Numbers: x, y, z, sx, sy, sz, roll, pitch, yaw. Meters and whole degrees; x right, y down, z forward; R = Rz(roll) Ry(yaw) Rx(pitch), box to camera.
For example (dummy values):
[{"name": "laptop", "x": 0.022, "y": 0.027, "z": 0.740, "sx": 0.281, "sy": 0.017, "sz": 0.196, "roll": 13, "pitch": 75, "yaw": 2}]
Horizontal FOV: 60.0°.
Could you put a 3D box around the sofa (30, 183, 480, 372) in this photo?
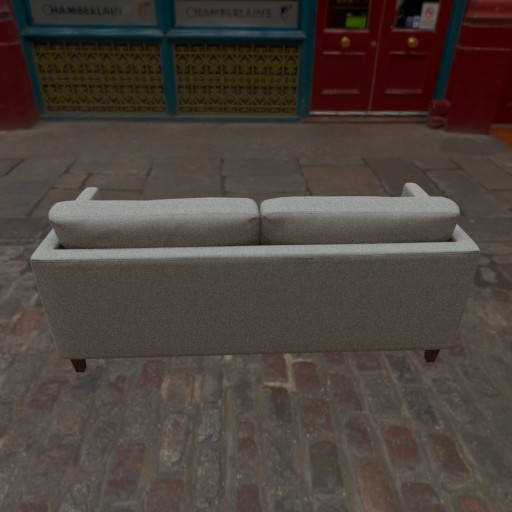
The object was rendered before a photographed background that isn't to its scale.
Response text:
[{"name": "sofa", "x": 0.000, "y": 0.000, "z": 2.663, "sx": 2.208, "sy": 0.963, "sz": 0.956, "roll": -1, "pitch": 30, "yaw": -2}]
